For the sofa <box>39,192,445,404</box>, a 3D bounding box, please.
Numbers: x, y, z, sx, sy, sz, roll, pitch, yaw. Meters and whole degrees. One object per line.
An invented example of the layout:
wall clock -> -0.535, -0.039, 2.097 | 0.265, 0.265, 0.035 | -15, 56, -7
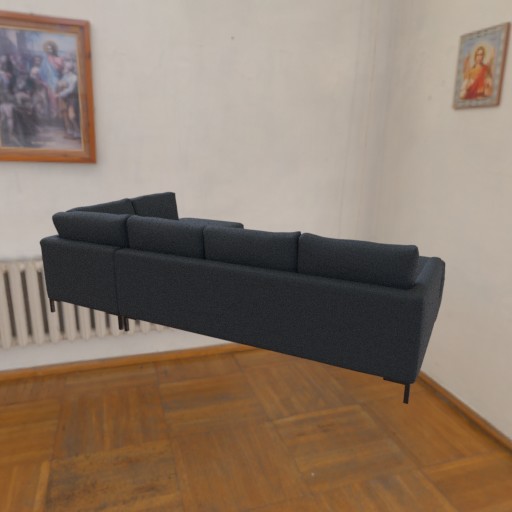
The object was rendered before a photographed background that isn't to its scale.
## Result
sofa -> 0.000, 0.000, 3.779 | 2.975, 0.858, 1.984 | 8, 17, 26
